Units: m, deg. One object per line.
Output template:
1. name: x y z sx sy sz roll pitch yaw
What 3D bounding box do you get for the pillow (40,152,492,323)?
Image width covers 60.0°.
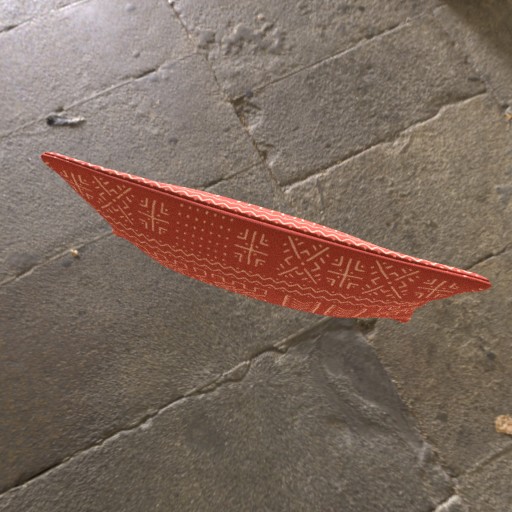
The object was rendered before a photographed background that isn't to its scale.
1. pillow: 0.000 0.000 0.753 0.640 0.352 0.130 17 75 5
